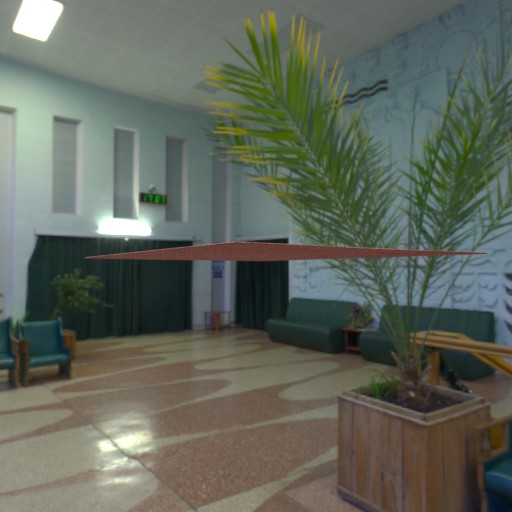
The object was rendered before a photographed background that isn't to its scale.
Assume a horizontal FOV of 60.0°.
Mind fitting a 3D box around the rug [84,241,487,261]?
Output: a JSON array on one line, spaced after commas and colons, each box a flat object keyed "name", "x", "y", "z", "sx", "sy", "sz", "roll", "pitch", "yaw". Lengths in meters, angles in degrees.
[{"name": "rug", "x": 0.000, "y": 0.000, "z": 2.791, "sx": 1.594, "sy": 0.009, "sz": 2.112, "roll": 1, "pitch": -2, "yaw": -34}]
